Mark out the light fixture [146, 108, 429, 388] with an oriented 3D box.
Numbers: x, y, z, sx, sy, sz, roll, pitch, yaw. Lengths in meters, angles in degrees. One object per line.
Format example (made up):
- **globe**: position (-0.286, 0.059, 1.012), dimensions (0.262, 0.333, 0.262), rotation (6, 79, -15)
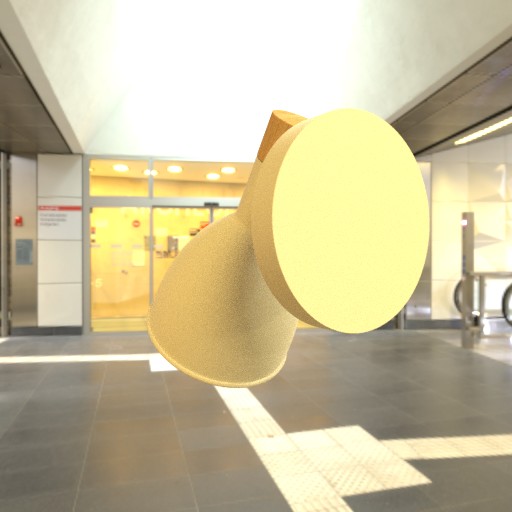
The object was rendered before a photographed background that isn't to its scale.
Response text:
- **light fixture**: position (0.000, 0.000, 0.333), dimensions (0.127, 0.199, 0.209), rotation (0, 0, -35)
